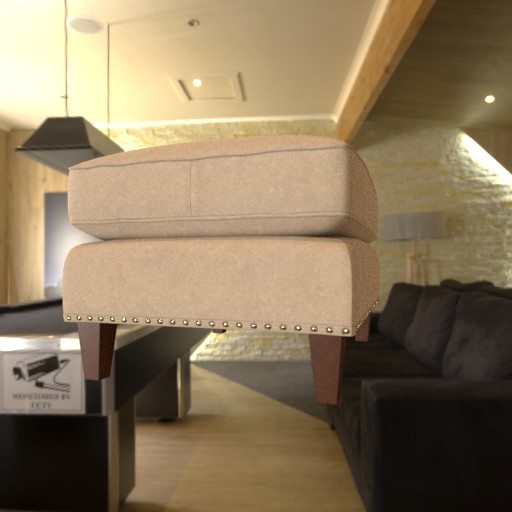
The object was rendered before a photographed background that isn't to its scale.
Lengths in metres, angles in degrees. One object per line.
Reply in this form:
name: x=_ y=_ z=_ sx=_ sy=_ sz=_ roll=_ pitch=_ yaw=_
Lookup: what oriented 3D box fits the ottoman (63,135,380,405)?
ottoman: x=0.000 y=0.000 z=1.145 sx=0.584 sy=0.513 sz=0.741 roll=0 pitch=-1 yaw=19
